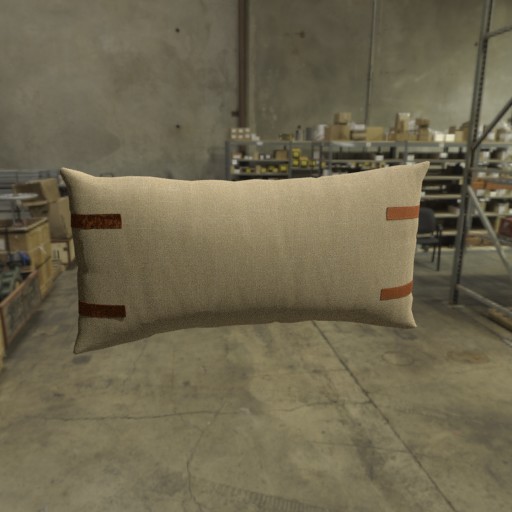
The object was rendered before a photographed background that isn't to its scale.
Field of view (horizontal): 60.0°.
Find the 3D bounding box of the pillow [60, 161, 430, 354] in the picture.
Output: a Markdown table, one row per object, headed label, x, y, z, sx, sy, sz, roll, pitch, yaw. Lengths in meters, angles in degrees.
| label | x | y | z | sx | sy | sz | roll | pitch | yaw |
| --- | --- | --- | --- | --- | --- | --- | --- | --- | --- |
| pillow | 0.000 | 0.000 | 0.745 | 0.612 | 0.308 | 0.148 | -2 | 14 | -10 |
